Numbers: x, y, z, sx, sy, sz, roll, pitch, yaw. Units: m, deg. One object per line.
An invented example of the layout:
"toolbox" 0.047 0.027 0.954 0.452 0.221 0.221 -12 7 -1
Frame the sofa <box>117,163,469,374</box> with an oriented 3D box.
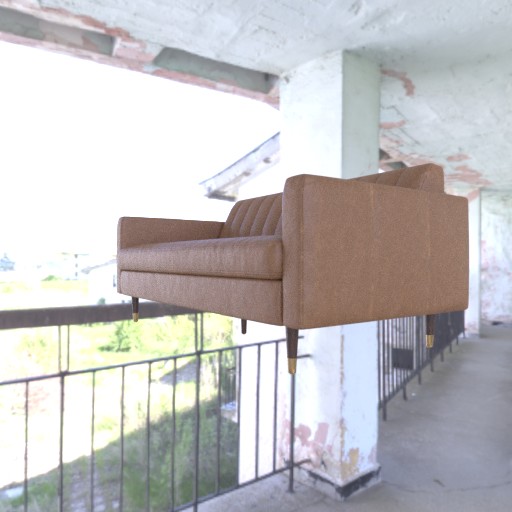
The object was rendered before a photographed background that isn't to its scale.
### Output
"sofa" 0.000 0.000 2.371 0.993 0.821 1.847 0 0 -35
